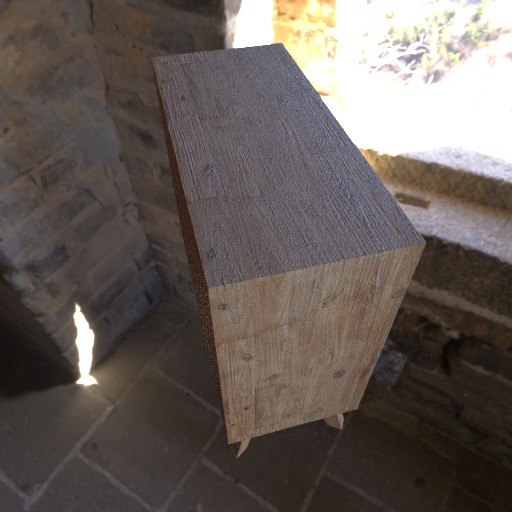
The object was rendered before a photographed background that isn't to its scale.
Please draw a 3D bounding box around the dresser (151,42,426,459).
[{"bbox_3d":[0.000,0.000,1.571,0.455,1.029,0.998,-11,49,-10],"label":"dresser"}]
